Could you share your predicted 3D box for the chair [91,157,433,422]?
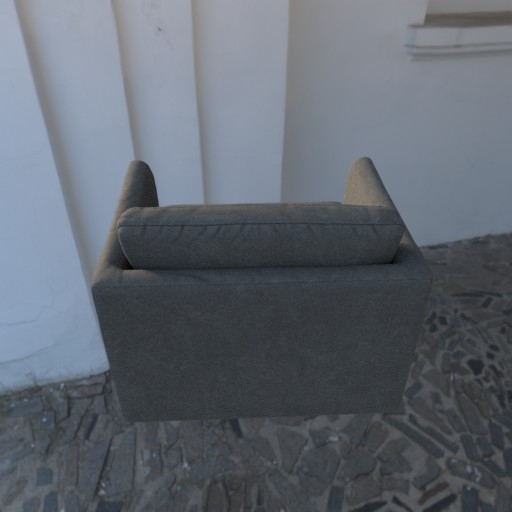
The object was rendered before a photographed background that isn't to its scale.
[{"bbox_3d":[0.000,0.000,1.892,1.190,0.845,1.091,-1,32,-2],"label":"chair"}]
